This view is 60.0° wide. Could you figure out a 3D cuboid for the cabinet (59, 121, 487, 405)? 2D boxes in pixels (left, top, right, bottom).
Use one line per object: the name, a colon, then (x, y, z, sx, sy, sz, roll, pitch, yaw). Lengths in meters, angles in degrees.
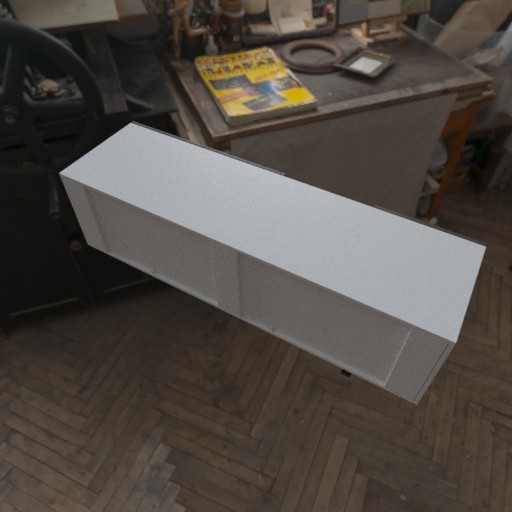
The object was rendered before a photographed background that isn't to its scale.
cabinet: (0.000, 0.000, 1.774, 1.499, 0.533, 0.431, 23, 52, 20)
